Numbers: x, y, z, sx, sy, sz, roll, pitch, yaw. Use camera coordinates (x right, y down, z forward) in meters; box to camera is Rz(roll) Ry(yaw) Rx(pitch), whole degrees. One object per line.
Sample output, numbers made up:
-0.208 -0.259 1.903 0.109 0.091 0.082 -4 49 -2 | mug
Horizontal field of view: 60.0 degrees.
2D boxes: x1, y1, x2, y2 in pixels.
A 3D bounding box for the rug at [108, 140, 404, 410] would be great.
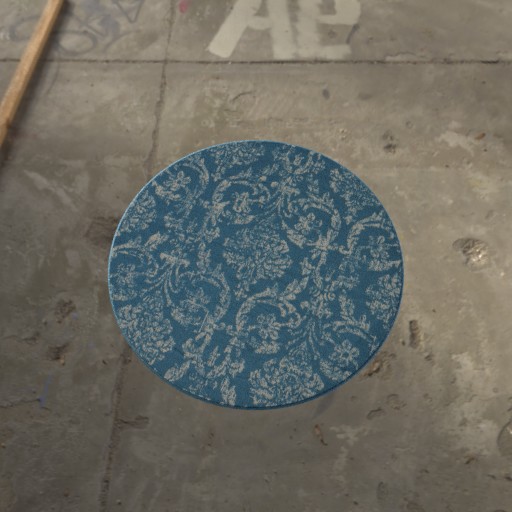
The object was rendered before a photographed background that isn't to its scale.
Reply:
0.000 0.000 2.408 1.593 0.012 1.593 0 64 0 | rug
